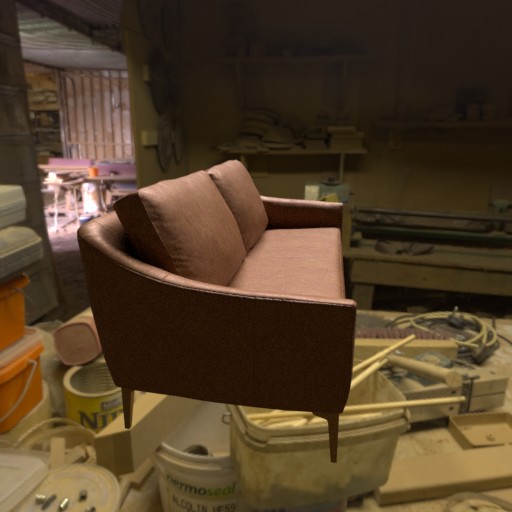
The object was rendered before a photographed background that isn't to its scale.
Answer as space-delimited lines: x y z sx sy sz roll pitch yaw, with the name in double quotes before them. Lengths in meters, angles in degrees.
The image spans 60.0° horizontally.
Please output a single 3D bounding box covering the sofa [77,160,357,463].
"sofa" 0.000 0.000 2.442 0.981 0.945 2.036 3 16 9
